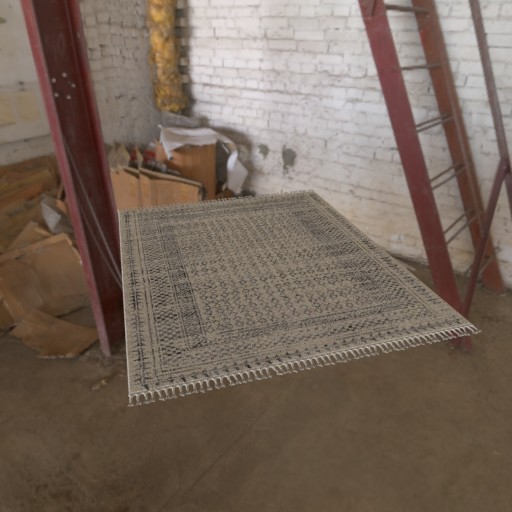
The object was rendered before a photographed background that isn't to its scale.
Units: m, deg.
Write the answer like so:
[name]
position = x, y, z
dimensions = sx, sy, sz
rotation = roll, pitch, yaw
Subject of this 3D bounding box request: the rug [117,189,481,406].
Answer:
[rug]
position = 0.000, 0.000, 3.914
dimensions = 2.312, 0.013, 2.940
rotation = -8, 29, -14
